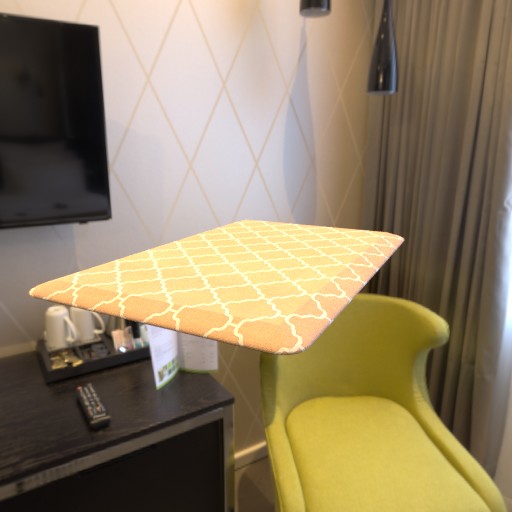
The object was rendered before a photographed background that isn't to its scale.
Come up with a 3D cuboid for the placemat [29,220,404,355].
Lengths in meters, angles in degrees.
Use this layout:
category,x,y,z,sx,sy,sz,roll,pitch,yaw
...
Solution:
category,x,y,z,sx,sy,sz,roll,pitch,yaw
placemat,0.000,0.000,0.961,0.508,0.021,0.762,7,16,26
